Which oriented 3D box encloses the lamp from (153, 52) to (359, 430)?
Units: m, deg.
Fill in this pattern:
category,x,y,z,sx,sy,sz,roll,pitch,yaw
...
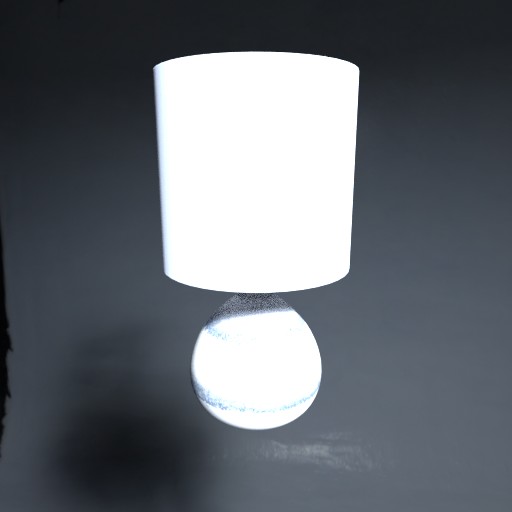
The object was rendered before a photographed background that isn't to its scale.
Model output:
category,x,y,z,sx,sy,sz,roll,pitch,yaw
lamp,0.000,0.000,0.524,0.216,0.404,0.216,2,13,8
